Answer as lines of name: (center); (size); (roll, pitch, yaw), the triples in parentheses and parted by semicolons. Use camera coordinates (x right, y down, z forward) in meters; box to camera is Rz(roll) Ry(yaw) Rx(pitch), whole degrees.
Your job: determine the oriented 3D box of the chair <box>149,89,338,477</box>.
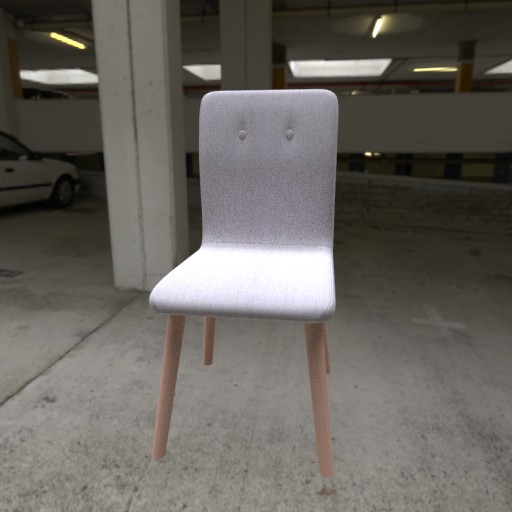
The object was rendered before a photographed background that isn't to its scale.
chair: (0.000, 0.000, 1.180); (0.435, 0.885, 0.550); (2, 14, 8)
